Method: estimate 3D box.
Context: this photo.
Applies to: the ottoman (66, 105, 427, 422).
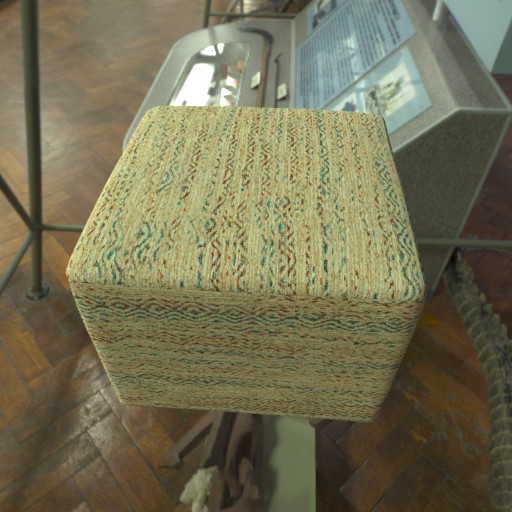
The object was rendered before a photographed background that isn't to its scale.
[{"bbox_3d":[0.000,0.000,0.914,0.521,0.453,0.512,3,45,3],"label":"ottoman"}]
